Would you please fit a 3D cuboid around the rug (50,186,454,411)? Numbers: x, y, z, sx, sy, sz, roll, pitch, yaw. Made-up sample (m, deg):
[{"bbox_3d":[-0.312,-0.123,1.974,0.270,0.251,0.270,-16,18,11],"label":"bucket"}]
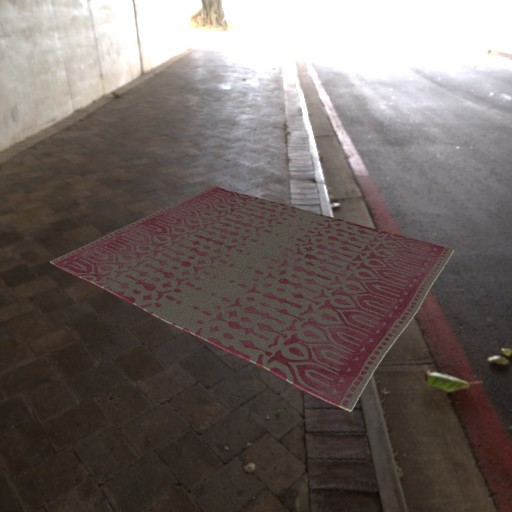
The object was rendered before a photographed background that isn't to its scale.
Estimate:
[{"bbox_3d":[0.000,0.000,4.263,3.095,0.016,2.441,19,35,30],"label":"rug"}]
